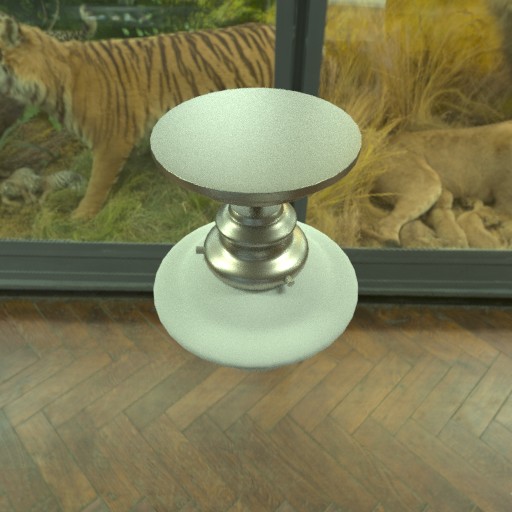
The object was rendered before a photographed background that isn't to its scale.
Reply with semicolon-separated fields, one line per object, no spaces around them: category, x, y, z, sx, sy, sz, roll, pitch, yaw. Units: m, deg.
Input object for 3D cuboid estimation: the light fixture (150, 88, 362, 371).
light fixture;0.000;0.000;0.412;0.199;0.254;0.199;0;44;0
